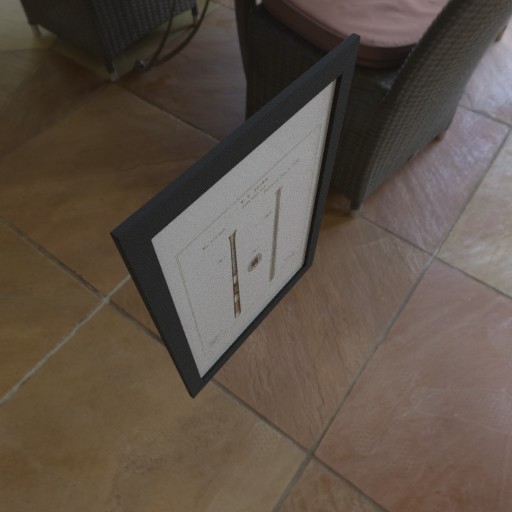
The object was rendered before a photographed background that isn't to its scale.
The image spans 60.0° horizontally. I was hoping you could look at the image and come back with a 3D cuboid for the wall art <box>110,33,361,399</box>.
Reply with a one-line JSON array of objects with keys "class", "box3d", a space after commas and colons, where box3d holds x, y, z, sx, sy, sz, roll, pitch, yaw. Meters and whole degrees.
[{"class": "wall art", "box3d": [0.000, 0.000, 0.671, 0.012, 0.529, 0.374, 35, 64, 20]}]
